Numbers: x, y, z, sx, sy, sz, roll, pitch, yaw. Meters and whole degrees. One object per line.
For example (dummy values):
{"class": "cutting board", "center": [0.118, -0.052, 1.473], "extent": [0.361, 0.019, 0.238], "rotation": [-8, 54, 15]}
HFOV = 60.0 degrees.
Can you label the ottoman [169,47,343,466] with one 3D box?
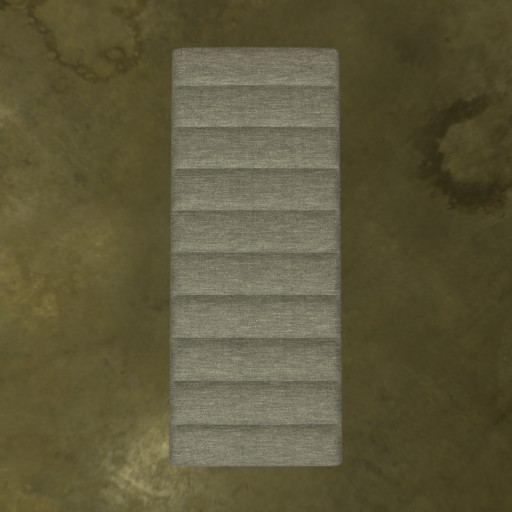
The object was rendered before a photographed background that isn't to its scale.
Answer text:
{"class": "ottoman", "center": [0.000, 0.000, 1.407], "extent": [0.482, 0.469, 1.151], "rotation": [0, 88, 0]}
